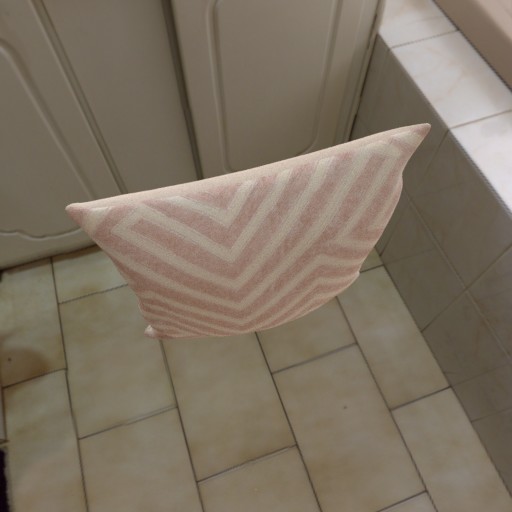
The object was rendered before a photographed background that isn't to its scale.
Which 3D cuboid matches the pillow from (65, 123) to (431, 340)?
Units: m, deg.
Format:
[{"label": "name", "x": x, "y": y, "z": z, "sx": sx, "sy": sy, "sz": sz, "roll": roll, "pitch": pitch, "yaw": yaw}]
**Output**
[{"label": "pillow", "x": 0.000, "y": 0.000, "z": 0.684, "sx": 0.440, "sy": 0.441, "sz": 0.182, "roll": -15, "pitch": 63, "yaw": -8}]
